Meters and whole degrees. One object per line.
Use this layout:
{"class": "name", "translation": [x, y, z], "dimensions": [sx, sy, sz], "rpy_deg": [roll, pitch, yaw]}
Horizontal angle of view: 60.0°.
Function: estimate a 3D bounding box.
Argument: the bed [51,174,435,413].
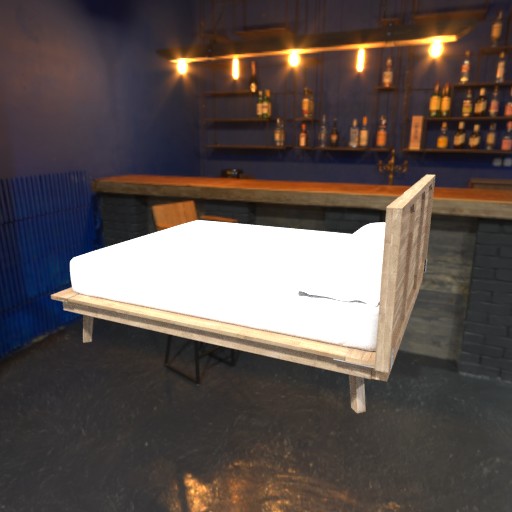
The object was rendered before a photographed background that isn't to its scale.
{"class": "bed", "translation": [0.000, 0.000, 3.120], "dimensions": [2.145, 1.071, 1.759], "rpy_deg": [7, 17, 24]}
